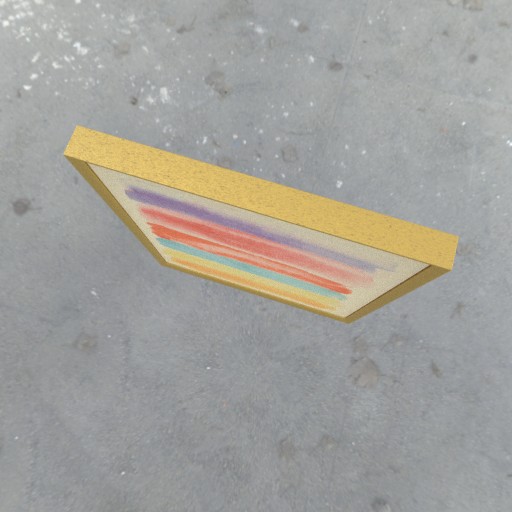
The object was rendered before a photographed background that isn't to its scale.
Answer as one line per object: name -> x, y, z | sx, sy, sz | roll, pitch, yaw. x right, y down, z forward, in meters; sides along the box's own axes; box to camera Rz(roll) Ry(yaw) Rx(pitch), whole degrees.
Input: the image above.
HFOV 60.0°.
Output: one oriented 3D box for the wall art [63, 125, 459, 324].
wall art -> 0.000, 0.000, 0.899 | 0.537, 0.642, 0.048 | 17, 76, 4
